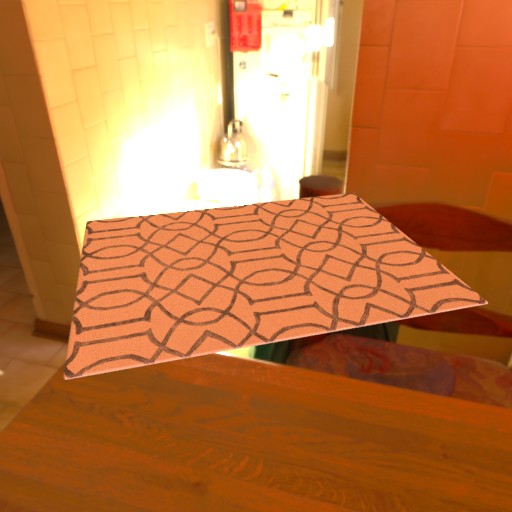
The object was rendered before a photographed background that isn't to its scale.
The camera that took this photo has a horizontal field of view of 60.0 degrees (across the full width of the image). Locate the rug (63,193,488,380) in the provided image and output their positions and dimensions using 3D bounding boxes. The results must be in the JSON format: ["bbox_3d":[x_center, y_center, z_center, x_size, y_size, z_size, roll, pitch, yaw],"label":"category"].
[{"bbox_3d":[0.000,0.000,3.820,2.910,0.021,2.211,-8,31,-13],"label":"rug"}]
